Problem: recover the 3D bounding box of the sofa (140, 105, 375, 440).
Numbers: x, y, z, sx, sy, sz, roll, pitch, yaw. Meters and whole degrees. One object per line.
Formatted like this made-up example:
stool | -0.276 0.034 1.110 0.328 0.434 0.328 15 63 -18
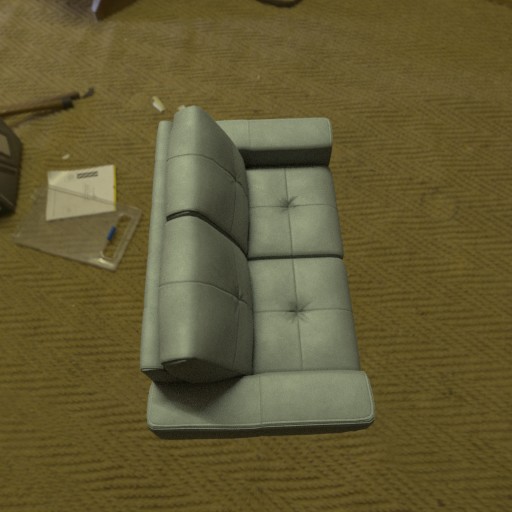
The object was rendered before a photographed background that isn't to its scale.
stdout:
sofa | 0.000 0.000 2.388 1.018 0.907 1.806 -2 63 -1
